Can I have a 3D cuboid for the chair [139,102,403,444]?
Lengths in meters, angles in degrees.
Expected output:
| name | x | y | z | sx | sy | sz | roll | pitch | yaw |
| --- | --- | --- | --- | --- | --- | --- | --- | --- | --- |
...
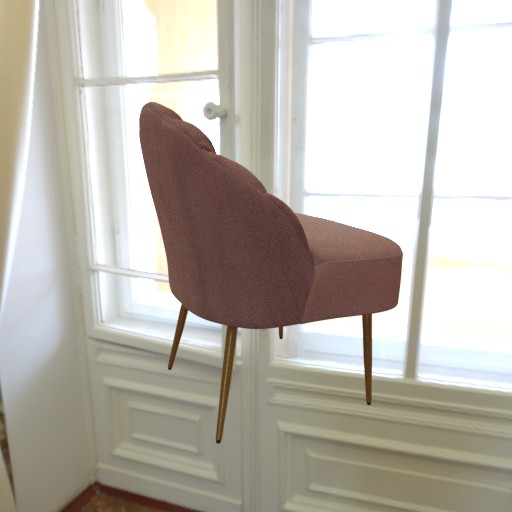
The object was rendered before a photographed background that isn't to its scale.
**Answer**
| name | x | y | z | sx | sy | sz | roll | pitch | yaw |
| --- | --- | --- | --- | --- | --- | --- | --- | --- | --- |
| chair | 0.000 | 0.000 | 1.280 | 0.599 | 0.819 | 0.657 | -7 | 16 | -26 |
